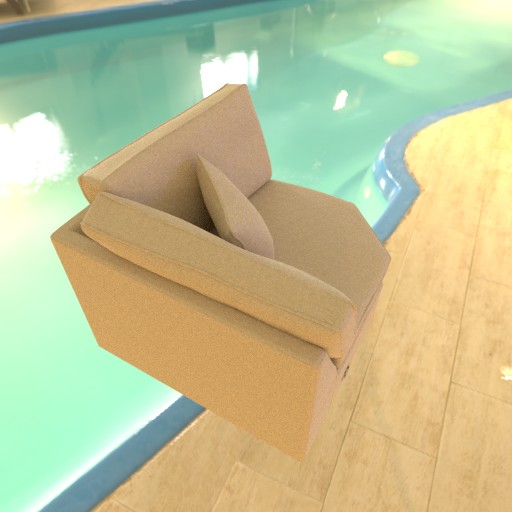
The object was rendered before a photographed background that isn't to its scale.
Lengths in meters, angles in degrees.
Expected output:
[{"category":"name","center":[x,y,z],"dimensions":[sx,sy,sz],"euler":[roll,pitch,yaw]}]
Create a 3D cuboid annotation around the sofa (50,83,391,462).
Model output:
[{"category":"sofa","center":[0.000,0.000,1.843],"dimensions":[1.050,0.937,1.042],"euler":[23,50,21]}]
